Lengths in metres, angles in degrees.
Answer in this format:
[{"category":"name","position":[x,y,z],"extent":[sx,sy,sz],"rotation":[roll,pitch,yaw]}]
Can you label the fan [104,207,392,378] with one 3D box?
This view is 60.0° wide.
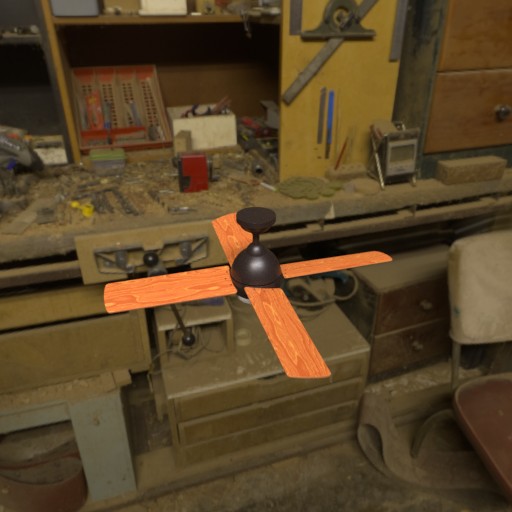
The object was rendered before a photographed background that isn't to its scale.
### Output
[{"category":"fan","position":[0.000,0.000,1.978],"extent":[1.332,0.403,1.332],"rotation":[-8,31,-14]}]
